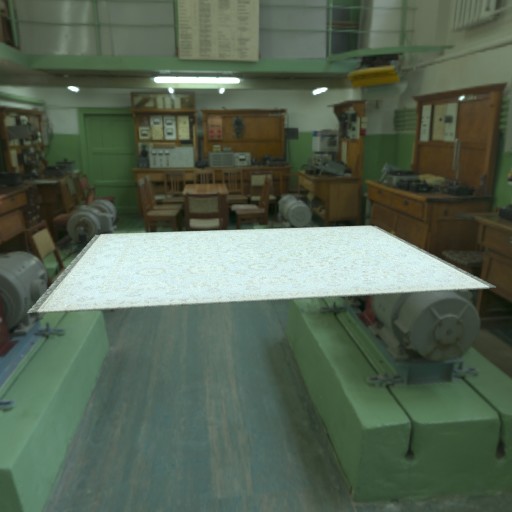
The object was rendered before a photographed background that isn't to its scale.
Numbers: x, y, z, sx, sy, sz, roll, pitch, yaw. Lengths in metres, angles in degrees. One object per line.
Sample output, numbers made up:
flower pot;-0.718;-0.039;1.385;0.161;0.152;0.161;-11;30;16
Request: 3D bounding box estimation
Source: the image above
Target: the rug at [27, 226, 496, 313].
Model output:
rug;0.000;0.000;2.798;2.233;0.011;1.514;-2;16;-8
